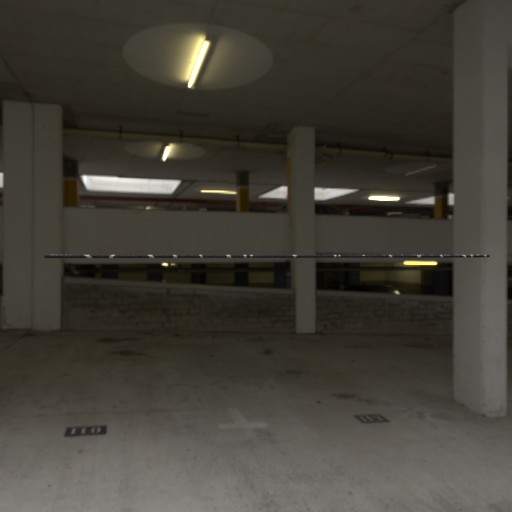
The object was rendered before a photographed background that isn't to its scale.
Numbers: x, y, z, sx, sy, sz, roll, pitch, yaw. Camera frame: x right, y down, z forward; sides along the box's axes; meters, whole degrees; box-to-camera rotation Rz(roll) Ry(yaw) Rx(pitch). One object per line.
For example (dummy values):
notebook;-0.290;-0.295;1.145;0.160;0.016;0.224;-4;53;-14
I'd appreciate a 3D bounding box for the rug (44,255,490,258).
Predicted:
rug;0.000;0.000;2.300;1.830;0.013;1.223;0;0;-17
